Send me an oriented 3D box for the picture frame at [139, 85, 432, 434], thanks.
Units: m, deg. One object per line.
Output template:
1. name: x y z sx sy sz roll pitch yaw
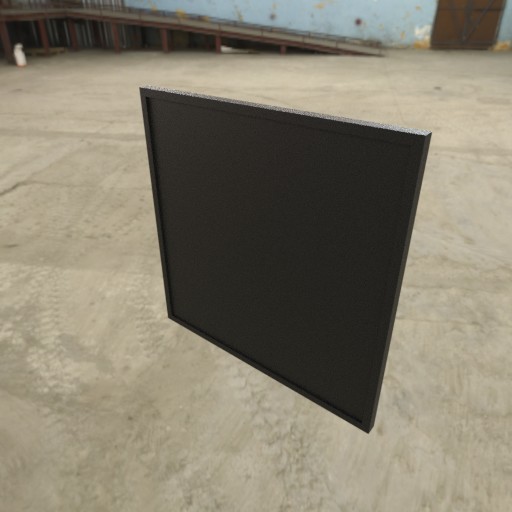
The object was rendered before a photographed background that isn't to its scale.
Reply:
1. picture frame: 0.000 0.000 1.178 0.775 0.775 0.032 22 37 33
